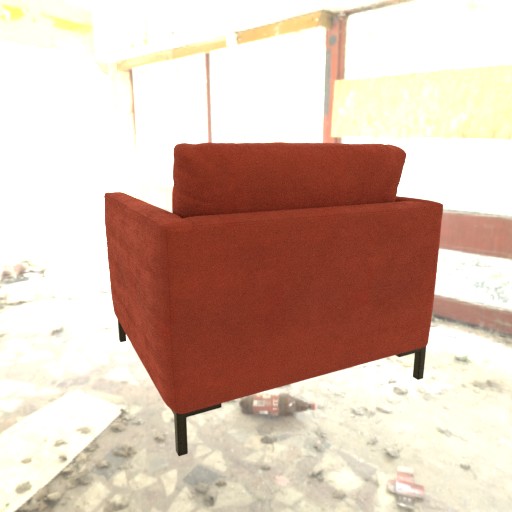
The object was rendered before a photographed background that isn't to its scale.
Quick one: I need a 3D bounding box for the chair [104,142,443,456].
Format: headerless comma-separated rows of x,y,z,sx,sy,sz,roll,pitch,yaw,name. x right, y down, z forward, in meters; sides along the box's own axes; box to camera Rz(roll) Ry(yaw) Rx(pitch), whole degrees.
0.000,0.000,1.646,0.964,0.812,0.875,-7,15,-26,chair
